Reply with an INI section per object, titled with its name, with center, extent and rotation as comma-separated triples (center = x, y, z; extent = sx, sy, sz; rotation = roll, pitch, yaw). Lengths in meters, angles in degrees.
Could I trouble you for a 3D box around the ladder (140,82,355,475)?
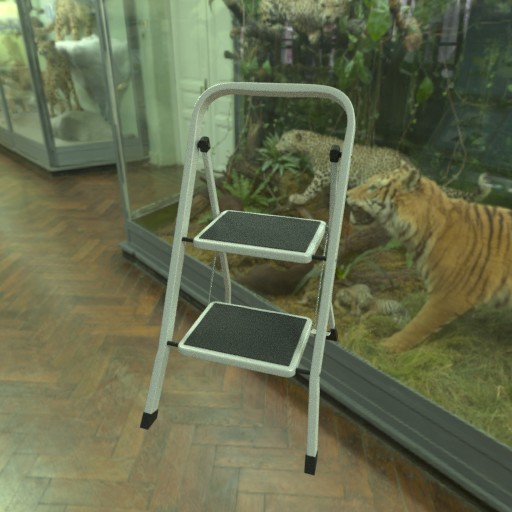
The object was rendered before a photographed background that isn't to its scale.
[ladder]
center = 0.000, 0.000, 1.142
extent = 0.460, 0.810, 0.544
rotation = 8, 27, 16
